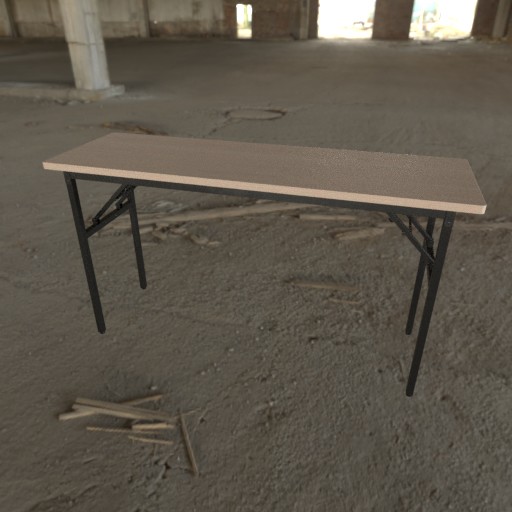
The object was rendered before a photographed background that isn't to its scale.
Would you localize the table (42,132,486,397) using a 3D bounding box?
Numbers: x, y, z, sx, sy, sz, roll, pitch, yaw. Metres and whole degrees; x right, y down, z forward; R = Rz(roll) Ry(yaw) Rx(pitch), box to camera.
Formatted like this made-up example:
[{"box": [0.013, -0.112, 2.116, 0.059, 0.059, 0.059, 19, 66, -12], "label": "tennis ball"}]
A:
[{"box": [0.000, 0.000, 1.705, 1.397, 0.750, 0.447, 8, 30, 14], "label": "table"}]
